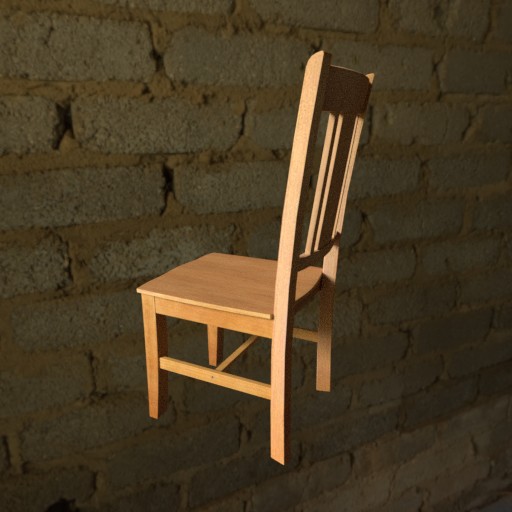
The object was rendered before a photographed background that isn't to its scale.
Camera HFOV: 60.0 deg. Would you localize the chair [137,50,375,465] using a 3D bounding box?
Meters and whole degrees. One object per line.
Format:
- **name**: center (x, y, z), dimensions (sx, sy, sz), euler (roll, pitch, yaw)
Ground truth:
- **chair**: center (0.000, 0.000, 1.283), dimensions (0.556, 0.998, 0.450), euler (8, 18, 25)
